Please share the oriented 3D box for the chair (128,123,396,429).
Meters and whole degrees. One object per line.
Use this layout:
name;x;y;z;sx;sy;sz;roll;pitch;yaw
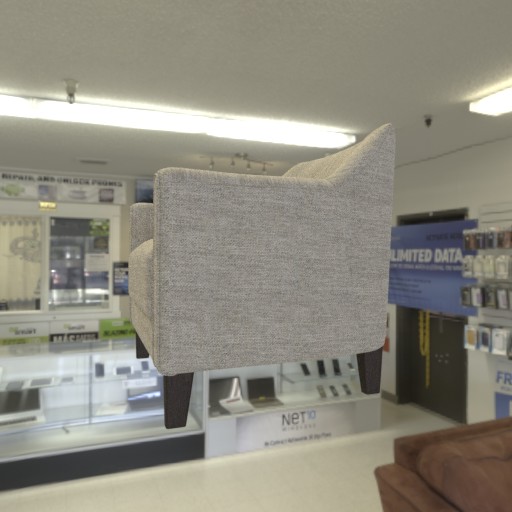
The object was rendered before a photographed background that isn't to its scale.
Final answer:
chair;0.000;0.000;1.438;0.758;0.761;0.796;0;0;-20
